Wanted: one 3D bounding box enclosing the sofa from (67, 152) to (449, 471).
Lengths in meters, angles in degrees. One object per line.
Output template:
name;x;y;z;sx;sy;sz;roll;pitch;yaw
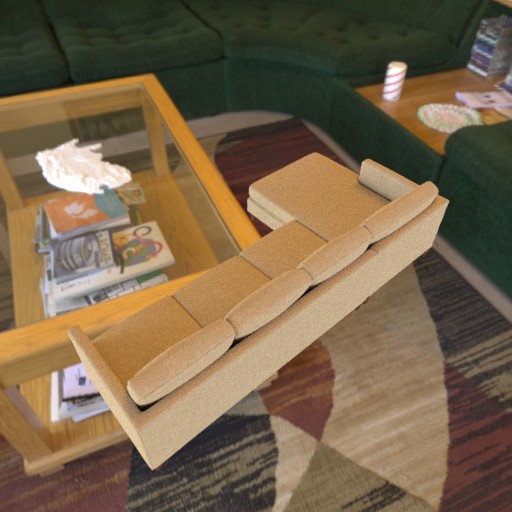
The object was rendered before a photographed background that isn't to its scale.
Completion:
sofa;0.000;0.000;3.804;3.186;0.846;1.625;-32;53;-28
